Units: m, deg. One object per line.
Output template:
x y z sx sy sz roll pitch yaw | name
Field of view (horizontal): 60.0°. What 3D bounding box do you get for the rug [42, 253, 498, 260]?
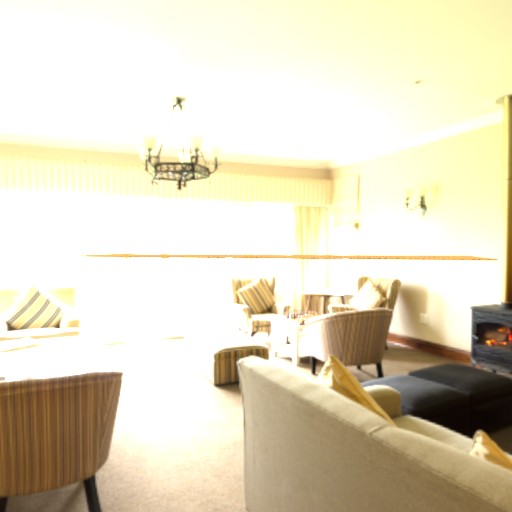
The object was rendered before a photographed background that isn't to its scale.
0.000 0.000 2.656 2.443 0.009 0.771 0 1 16 | rug
